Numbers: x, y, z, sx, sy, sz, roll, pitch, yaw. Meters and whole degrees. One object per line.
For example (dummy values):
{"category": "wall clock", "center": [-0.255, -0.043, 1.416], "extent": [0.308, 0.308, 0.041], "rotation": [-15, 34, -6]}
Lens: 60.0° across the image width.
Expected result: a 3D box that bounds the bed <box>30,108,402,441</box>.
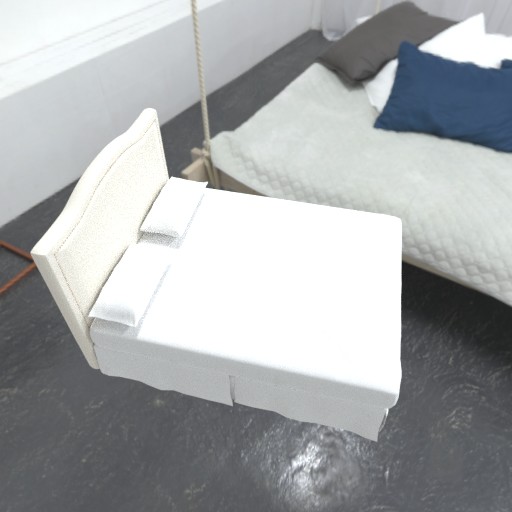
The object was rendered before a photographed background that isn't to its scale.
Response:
{"category": "bed", "center": [0.000, 0.000, 3.385], "extent": [2.282, 1.436, 1.821], "rotation": [10, 48, 9]}
